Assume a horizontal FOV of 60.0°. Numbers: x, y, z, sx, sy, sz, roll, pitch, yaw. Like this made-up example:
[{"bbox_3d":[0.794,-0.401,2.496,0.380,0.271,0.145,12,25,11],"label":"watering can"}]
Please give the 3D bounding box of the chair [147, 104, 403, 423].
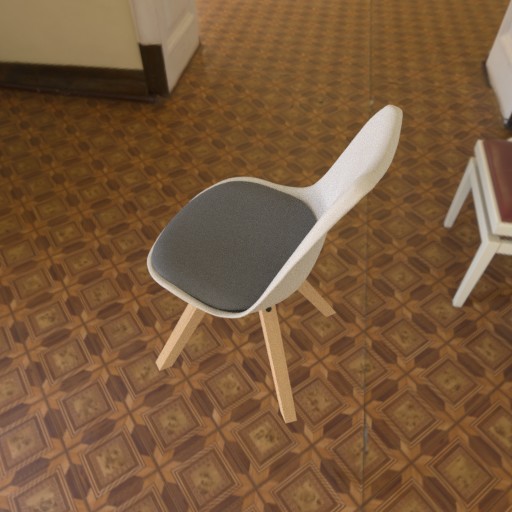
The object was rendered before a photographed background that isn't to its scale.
[{"bbox_3d":[0.000,0.000,1.179,0.550,0.850,0.485,18,51,15],"label":"chair"}]
